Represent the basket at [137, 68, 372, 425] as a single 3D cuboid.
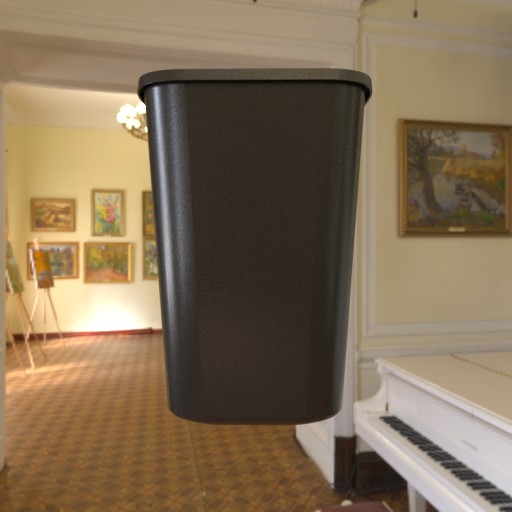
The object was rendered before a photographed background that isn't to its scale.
[{"bbox_3d":[0.000,0.000,0.511,0.211,0.307,0.300,0,0,1],"label":"basket"}]
